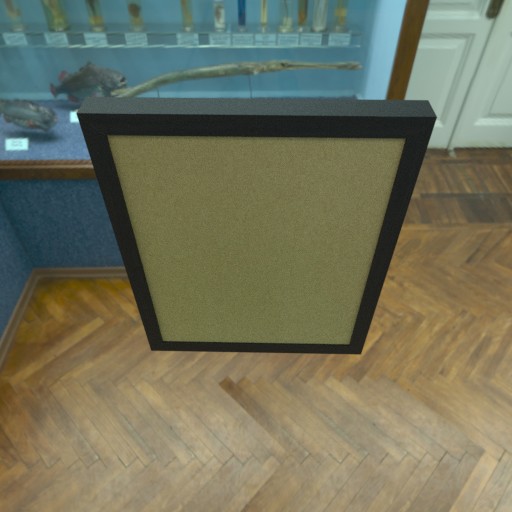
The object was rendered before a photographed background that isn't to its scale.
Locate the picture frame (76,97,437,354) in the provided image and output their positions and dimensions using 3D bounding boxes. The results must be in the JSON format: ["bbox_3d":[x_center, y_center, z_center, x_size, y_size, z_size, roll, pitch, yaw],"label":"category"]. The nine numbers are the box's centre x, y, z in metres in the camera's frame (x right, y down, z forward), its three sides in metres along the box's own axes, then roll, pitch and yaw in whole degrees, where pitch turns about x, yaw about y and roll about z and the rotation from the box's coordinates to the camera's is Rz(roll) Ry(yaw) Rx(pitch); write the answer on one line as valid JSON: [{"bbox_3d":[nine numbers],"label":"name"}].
[{"bbox_3d":[0.000,0.000,0.771,0.452,0.555,0.044,1,46,1],"label":"picture frame"}]
